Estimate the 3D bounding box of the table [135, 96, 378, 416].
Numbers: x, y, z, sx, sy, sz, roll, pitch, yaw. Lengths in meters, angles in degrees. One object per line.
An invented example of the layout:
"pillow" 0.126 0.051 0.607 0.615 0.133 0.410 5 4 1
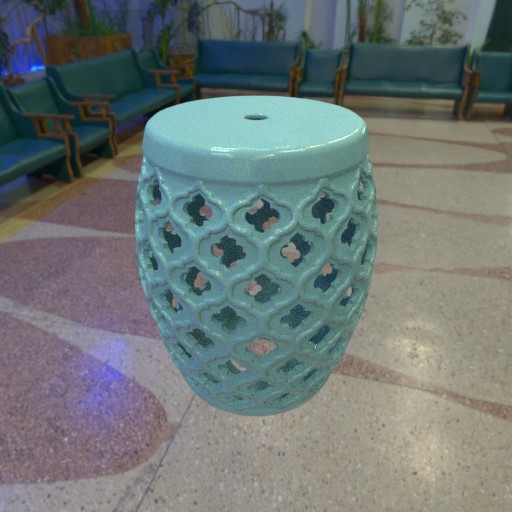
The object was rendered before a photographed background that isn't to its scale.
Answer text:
"table" 0.000 0.000 0.629 0.325 0.388 0.325 0 31 0
